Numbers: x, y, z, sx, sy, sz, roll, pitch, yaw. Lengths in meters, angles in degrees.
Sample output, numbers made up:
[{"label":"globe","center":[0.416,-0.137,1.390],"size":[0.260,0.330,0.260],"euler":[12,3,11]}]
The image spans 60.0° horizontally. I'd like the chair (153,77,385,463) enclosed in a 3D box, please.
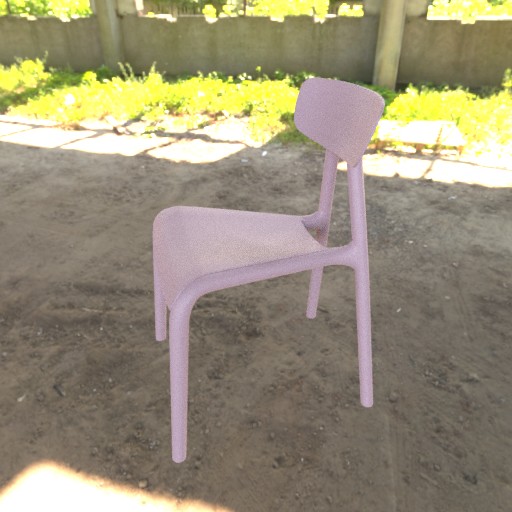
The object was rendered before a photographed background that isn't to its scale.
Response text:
[{"label":"chair","center":[0.000,0.000,0.823],"size":[0.401,0.580,0.356],"euler":[-8,31,-14]}]
